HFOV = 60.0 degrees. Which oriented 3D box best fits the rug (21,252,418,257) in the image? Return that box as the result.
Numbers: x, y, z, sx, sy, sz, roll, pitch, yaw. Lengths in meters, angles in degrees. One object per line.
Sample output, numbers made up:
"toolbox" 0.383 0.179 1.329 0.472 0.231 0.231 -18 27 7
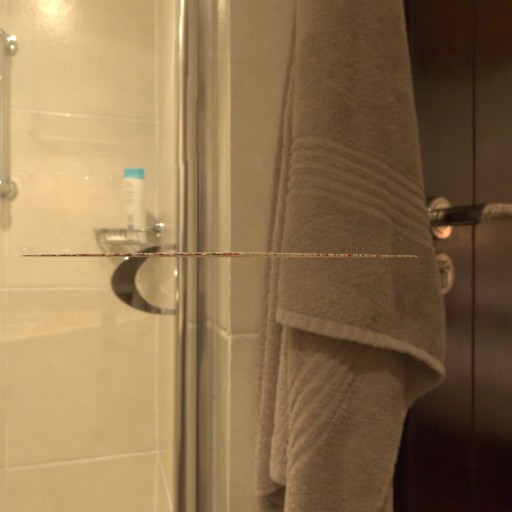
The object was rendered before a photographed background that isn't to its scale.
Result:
"rug" 0.000 0.000 2.464 1.218 0.010 1.997 0 0 36
